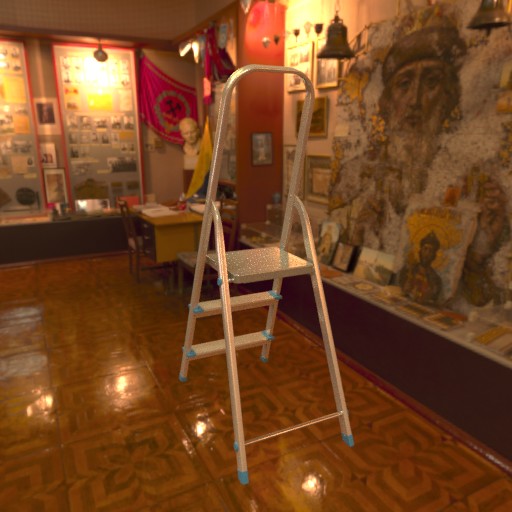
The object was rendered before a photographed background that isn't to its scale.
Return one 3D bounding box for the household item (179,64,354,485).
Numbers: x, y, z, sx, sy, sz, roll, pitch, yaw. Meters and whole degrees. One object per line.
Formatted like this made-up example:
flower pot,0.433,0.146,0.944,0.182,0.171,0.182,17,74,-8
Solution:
household item,0.000,0.000,1.563,0.420,1.215,0.687,-7,16,-25
